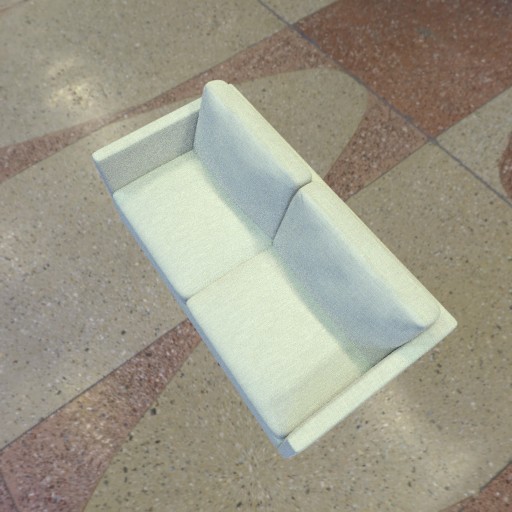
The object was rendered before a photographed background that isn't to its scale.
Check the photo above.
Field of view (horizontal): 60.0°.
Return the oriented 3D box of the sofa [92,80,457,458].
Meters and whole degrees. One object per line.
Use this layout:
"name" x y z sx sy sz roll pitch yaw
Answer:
"sofa" 0.000 0.000 2.426 0.950 0.963 1.838 -33 68 -15
